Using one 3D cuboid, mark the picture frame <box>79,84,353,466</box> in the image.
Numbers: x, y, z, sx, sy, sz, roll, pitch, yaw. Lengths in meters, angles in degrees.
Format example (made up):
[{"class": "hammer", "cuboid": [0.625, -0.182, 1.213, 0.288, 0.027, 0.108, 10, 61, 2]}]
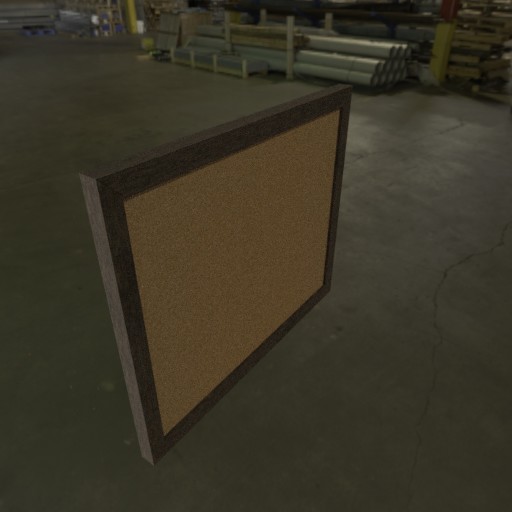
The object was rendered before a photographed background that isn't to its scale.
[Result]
[{"class": "picture frame", "cuboid": [0.000, 0.000, 0.733, 0.026, 0.455, 0.546, 21, 38, 30]}]
